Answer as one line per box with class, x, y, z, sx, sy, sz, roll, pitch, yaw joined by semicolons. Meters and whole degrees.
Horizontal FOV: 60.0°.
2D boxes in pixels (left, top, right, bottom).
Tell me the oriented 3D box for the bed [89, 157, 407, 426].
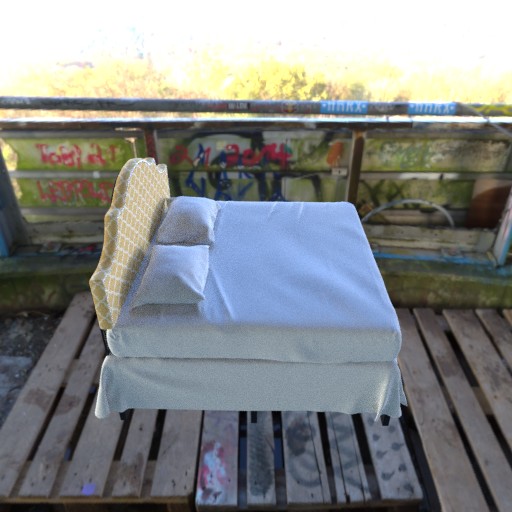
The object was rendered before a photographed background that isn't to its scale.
bed;0.000;0.000;3.712;2.222;1.601;2.314;1;32;1
